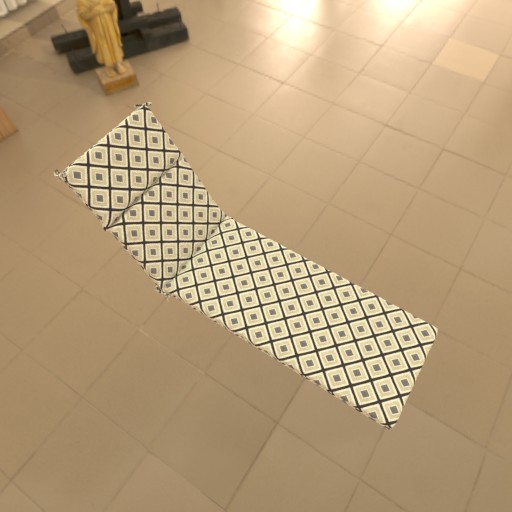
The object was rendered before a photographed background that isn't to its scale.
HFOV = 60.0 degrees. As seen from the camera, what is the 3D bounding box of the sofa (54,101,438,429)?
[{"bbox_3d":[0.000,0.000,1.936,1.663,0.622,0.582,29,62,17],"label":"sofa"}]
